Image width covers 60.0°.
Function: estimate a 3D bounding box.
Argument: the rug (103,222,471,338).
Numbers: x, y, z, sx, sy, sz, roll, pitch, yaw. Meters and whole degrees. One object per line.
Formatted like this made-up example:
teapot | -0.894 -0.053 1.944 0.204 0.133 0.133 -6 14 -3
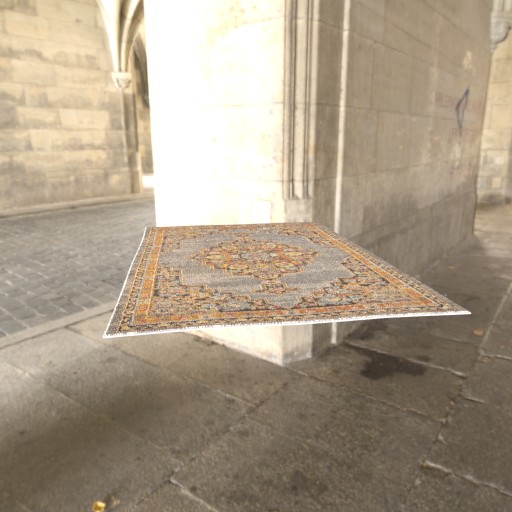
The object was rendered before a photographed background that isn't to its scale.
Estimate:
rug | 0.000 0.000 3.980 2.158 0.024 3.063 -2 15 -9
